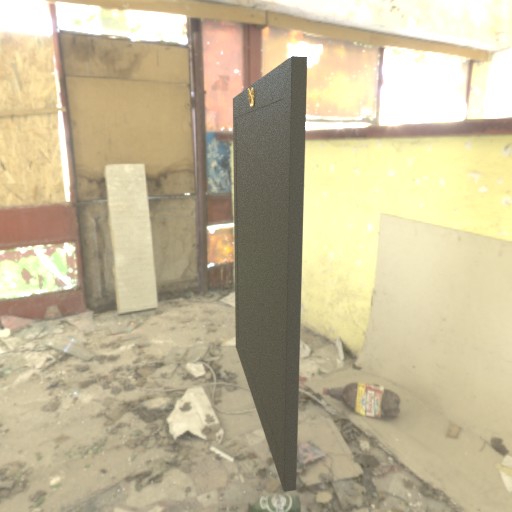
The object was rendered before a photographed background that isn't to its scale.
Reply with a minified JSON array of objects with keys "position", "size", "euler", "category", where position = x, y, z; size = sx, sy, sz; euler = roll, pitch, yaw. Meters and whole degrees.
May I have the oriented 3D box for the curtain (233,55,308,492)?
[{"position":[0.000,0.000,0.802],"size":[0.027,0.585,0.483],"euler":[-3,14,-11],"category":"curtain"}]
